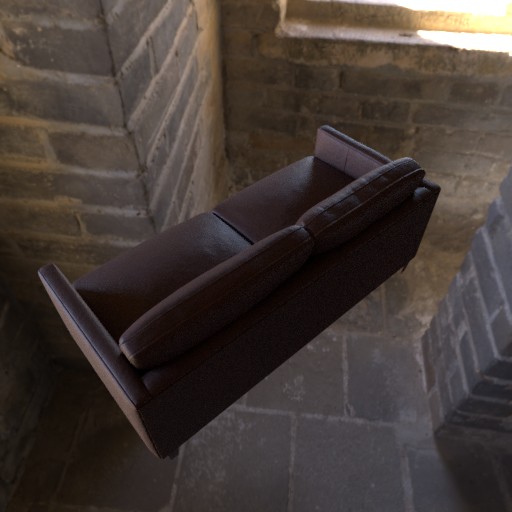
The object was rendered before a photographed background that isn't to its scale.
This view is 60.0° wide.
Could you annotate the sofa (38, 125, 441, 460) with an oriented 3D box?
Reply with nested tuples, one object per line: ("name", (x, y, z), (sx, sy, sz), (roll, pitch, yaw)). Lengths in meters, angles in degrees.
("sofa", (0.000, 0.000, 2.433), (1.971, 0.863, 0.923), (-32, 55, -27))
